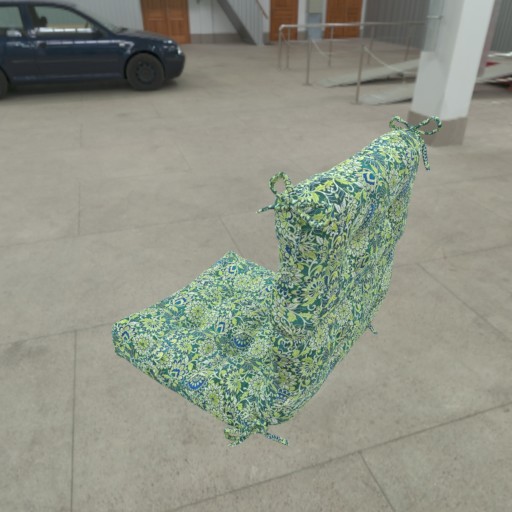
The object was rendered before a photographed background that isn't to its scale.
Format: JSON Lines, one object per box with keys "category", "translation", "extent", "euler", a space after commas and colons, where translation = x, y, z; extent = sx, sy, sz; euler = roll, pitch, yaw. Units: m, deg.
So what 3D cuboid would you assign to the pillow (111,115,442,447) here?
{"category": "pillow", "translation": [0.000, 0.000, 0.994], "extent": [0.571, 0.605, 0.519], "euler": [21, 37, 30]}
